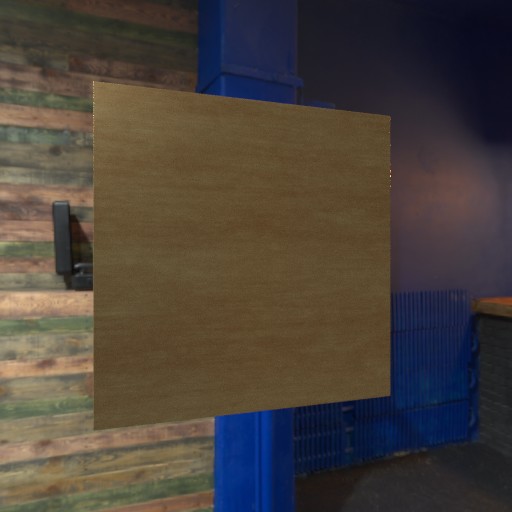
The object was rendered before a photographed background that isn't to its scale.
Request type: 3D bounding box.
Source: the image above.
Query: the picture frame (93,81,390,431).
[{"bbox_3d":[0.000,0.000,1.102,0.758,0.761,0.037,0,0,-19],"label":"picture frame"}]
